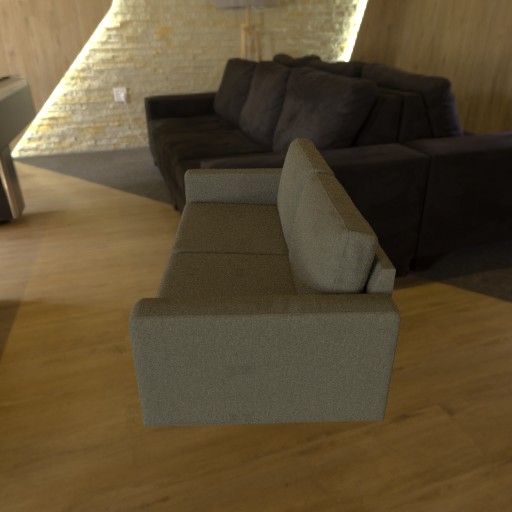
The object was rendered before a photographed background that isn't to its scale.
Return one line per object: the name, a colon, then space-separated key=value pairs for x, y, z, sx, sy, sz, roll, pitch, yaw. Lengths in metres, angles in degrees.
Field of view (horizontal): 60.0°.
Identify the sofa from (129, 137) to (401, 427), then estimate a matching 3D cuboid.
sofa: x=0.000 y=0.000 z=2.266 sx=0.889 sy=0.897 sz=1.730 roll=-1 pitch=26 yaw=-2
